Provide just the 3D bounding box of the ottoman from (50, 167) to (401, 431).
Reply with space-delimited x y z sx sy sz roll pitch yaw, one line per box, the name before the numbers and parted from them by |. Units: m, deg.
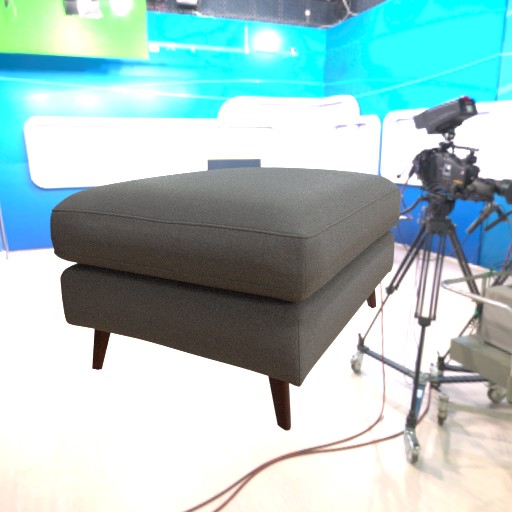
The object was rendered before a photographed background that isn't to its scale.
ottoman | 0.000 0.000 1.167 0.608 0.449 0.811 7 16 26
